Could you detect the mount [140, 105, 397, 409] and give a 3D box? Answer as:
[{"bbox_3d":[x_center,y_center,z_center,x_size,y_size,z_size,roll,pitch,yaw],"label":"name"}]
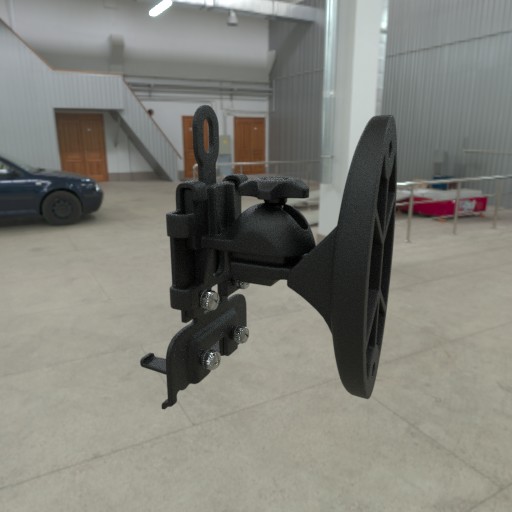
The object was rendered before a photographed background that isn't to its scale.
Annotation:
[{"bbox_3d":[0.000,0.000,0.181,0.100,0.118,0.066,7,17,25],"label":"mount"}]
